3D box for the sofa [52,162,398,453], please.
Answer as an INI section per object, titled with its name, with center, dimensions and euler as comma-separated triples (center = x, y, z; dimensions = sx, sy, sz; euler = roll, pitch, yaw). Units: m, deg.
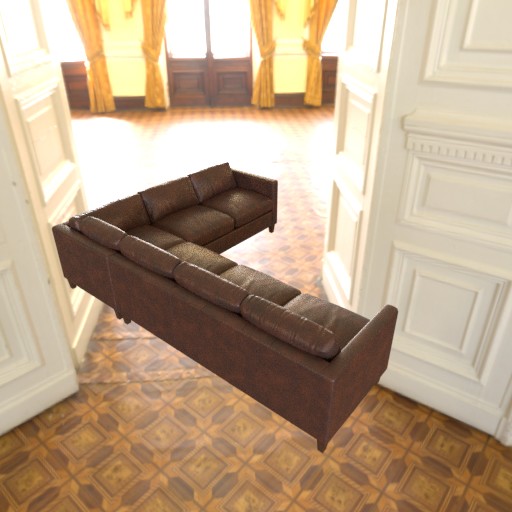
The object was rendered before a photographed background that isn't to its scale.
[sofa]
center = 0.000, 0.000, 4.353
dimensions = 3.152, 0.836, 2.438
euler = 22, 37, 33
